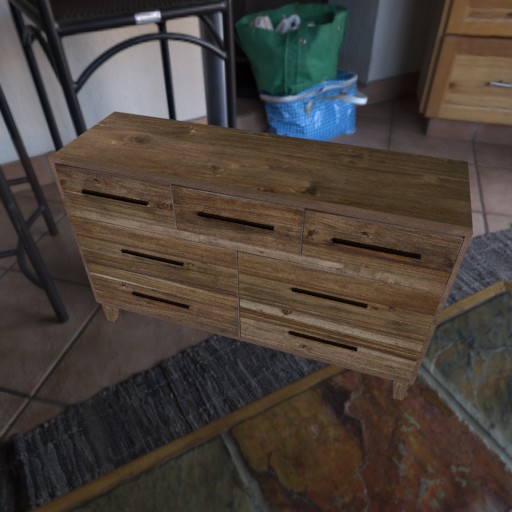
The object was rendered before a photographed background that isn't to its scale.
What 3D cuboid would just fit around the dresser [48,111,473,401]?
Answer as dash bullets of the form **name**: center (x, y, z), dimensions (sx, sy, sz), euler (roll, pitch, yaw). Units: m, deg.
- **dresser**: center (0.000, 0.000, 1.822), dimensions (1.400, 0.873, 0.446), euler (12, 42, 14)
